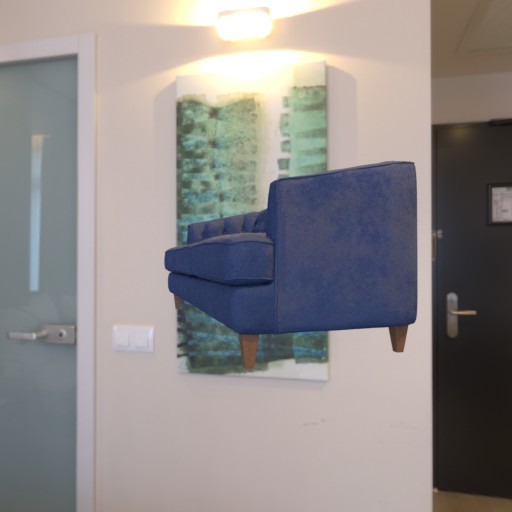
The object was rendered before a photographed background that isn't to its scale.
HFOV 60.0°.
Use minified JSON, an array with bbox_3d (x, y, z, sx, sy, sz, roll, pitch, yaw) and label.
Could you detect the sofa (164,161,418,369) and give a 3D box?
[{"bbox_3d":[0.000,0.000,2.767,0.941,0.855,2.278,0,-1,-17],"label":"sofa"}]
